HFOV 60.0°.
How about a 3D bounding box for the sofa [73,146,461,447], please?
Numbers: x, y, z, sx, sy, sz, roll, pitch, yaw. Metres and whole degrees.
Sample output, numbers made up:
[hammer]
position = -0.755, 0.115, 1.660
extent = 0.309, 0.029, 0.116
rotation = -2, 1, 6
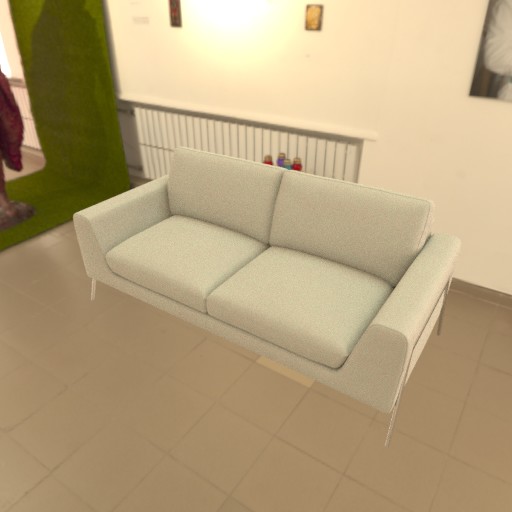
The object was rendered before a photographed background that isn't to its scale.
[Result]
[sofa]
position = 0.000, 0.000, 2.560
extent = 2.017, 0.875, 0.953
rotation = 19, 35, 28
